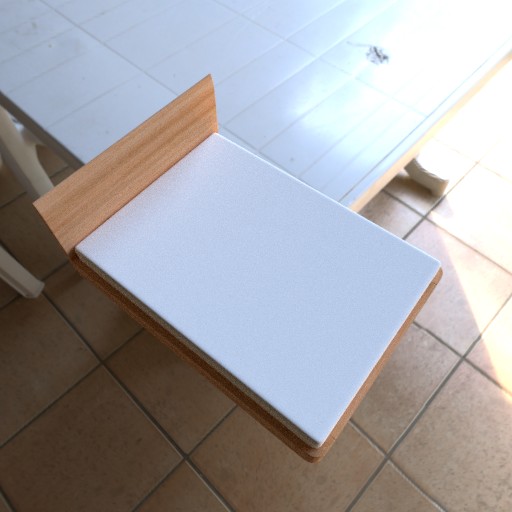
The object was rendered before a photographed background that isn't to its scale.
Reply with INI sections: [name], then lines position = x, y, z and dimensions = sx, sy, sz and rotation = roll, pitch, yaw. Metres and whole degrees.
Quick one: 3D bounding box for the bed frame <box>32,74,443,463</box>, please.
[bed frame]
position = 0.000, 0.000, 2.812
dimensions = 1.992, 0.940, 1.472
rotation = 34, 64, 20
